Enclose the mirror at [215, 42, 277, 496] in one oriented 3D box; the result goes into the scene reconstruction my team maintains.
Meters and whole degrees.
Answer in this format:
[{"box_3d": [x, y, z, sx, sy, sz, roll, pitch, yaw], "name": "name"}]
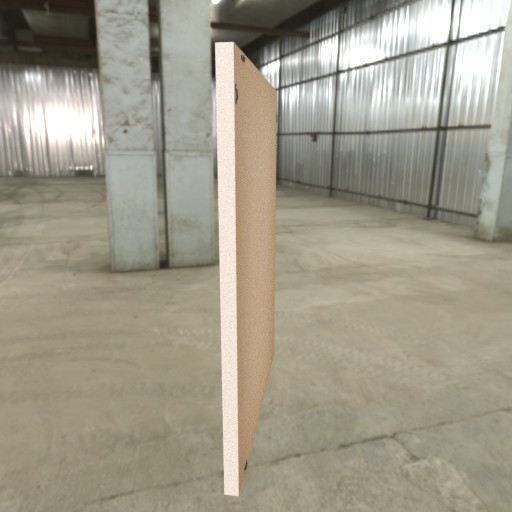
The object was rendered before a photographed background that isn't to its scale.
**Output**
[{"box_3d": [0.000, 0.000, 1.323, 0.041, 1.016, 0.762, 2, 14, 8], "name": "mirror"}]
